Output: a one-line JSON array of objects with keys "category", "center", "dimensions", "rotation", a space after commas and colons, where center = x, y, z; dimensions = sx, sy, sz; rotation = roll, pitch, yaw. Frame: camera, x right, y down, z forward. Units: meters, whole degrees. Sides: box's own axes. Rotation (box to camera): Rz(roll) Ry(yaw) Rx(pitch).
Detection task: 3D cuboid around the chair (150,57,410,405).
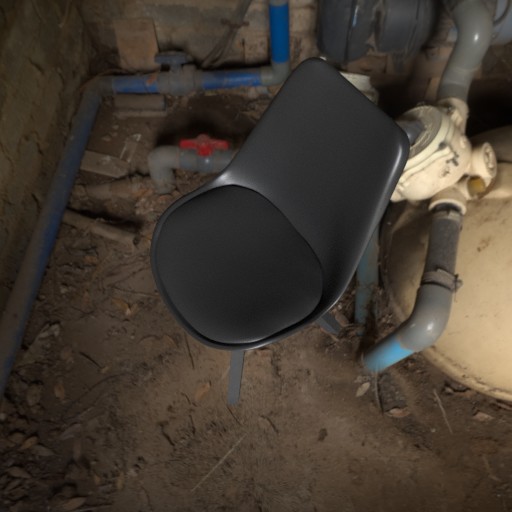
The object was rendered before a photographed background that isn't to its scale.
[{"category": "chair", "center": [0.000, 0.000, 1.174], "dimensions": [0.530, 0.850, 0.485], "rotation": [-32, 67, -15]}]
